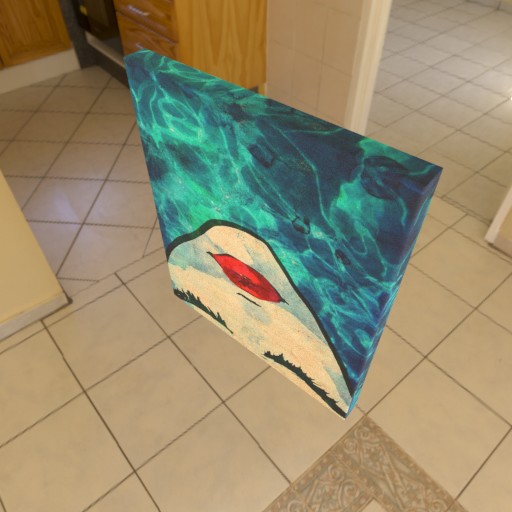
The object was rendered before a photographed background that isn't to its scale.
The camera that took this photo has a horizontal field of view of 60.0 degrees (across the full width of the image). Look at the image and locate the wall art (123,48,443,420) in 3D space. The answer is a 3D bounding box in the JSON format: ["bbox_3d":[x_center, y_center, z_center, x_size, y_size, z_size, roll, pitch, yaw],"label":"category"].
[{"bbox_3d":[0.000,0.000,0.689,0.432,0.508,0.038,31,54,26],"label":"wall art"}]
